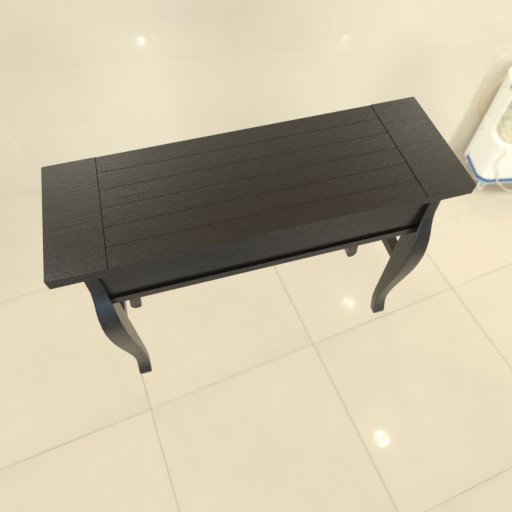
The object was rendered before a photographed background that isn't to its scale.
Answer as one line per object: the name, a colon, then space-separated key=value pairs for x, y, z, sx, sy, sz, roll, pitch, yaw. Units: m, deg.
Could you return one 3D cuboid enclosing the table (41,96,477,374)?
table: x=0.000 y=0.000 z=1.462 sx=1.062 sy=0.768 sz=0.373 roll=-13 pitch=59 yaw=-8
